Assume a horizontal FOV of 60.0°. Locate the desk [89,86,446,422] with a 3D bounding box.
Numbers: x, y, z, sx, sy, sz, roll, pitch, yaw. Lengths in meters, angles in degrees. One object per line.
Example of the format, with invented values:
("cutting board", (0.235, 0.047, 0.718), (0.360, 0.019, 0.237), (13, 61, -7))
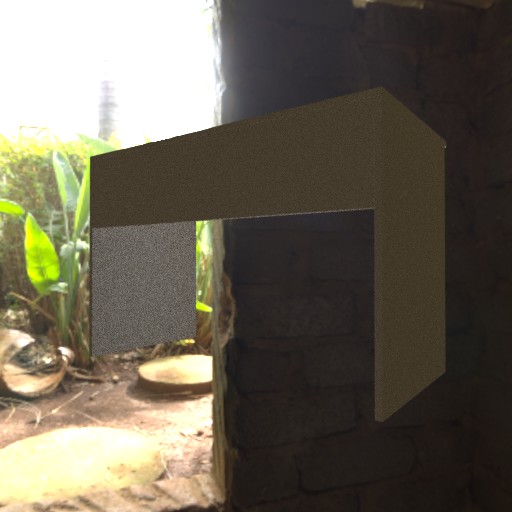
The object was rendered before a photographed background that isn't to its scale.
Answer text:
("desk", (0.000, 0.000, 1.516), (1.100, 0.730, 0.560), (0, -1, 37))
